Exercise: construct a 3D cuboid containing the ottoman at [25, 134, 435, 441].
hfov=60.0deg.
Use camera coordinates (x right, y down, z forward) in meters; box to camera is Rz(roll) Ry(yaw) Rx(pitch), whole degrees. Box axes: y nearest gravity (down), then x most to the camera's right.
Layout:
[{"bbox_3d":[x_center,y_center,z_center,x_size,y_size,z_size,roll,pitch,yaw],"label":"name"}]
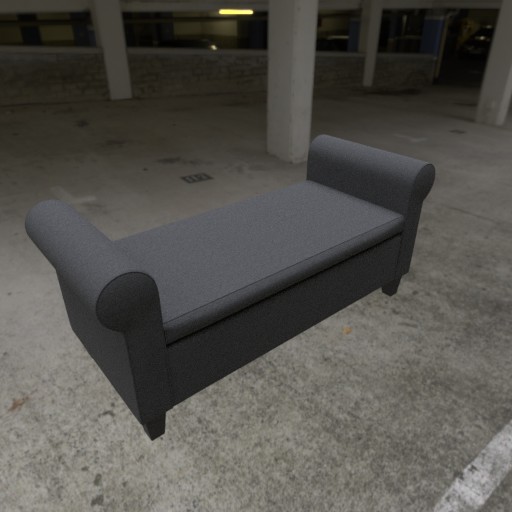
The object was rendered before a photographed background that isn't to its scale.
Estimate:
[{"bbox_3d":[0.000,0.000,1.516,1.256,0.547,0.521,-22,37,-33],"label":"ottoman"}]
